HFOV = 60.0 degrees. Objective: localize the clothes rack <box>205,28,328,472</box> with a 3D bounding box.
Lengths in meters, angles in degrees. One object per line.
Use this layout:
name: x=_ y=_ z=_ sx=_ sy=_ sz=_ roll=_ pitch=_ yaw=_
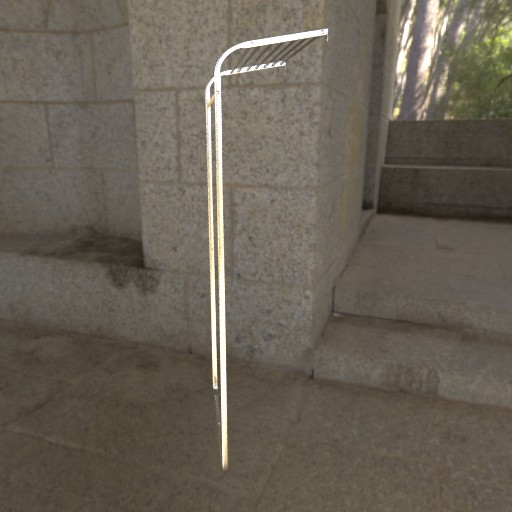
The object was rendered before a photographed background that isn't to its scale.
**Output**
clothes rack: x=0.000 y=0.000 z=1.806 sx=0.349 sy=1.574 sz=0.609 roll=-2 pitch=15 yaw=-9
